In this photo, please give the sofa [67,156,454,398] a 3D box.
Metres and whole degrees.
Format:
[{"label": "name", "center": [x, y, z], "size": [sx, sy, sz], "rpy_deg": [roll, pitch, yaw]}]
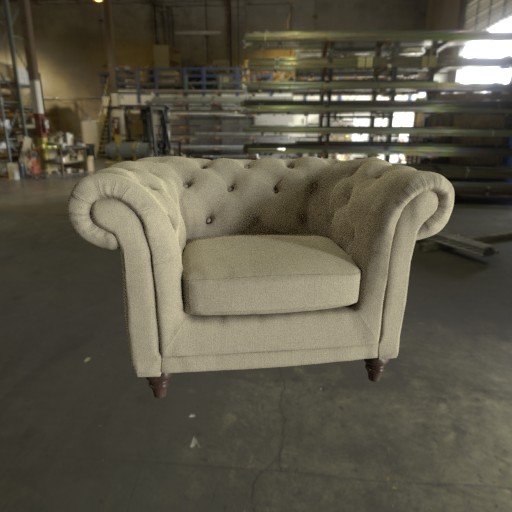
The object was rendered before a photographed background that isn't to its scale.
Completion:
[{"label": "sofa", "center": [0.000, 0.000, 2.060], "size": [1.405, 0.878, 1.034], "rpy_deg": [-2, 17, -7]}]
